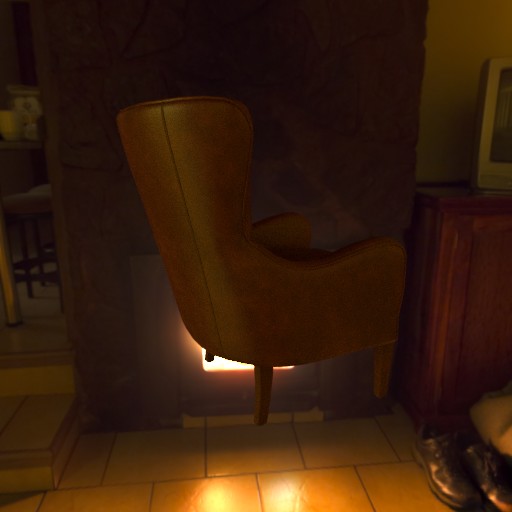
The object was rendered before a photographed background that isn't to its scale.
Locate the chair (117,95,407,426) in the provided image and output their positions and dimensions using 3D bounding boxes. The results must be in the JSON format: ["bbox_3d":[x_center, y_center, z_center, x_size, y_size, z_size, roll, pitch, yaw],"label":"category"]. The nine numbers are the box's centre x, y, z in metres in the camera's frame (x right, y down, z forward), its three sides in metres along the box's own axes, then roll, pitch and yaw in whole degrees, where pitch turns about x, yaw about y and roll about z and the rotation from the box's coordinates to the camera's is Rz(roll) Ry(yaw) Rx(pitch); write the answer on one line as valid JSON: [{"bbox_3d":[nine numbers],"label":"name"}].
[{"bbox_3d":[0.000,0.000,1.645,0.914,1.048,0.692,-7,16,-25],"label":"chair"}]
